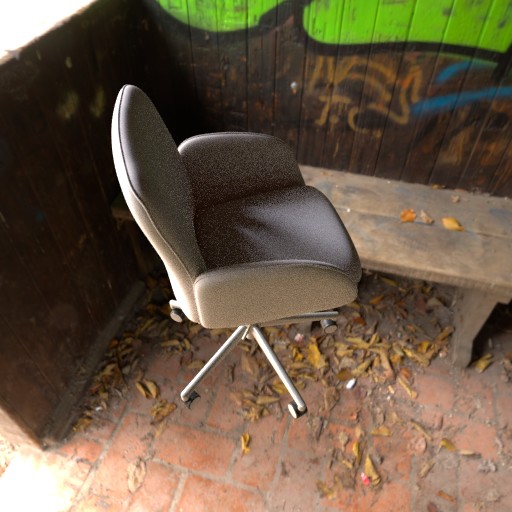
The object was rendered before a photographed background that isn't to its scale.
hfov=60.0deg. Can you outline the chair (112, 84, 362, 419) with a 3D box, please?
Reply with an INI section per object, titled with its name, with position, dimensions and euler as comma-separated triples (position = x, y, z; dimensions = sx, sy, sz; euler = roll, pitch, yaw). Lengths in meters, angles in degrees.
[chair]
position = 0.000, 0.000, 1.323
dimensions = 0.633, 0.959, 0.648
euler = -9, 48, -9
